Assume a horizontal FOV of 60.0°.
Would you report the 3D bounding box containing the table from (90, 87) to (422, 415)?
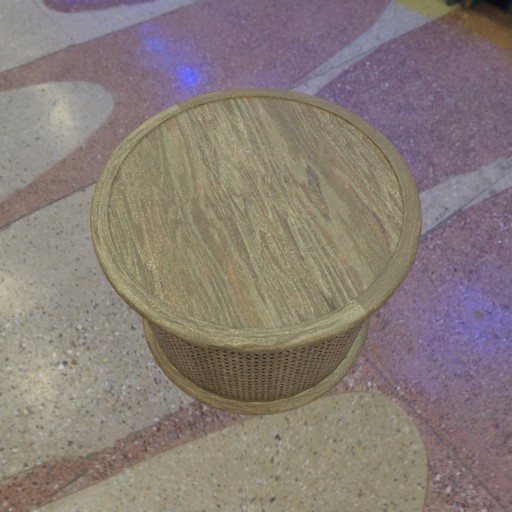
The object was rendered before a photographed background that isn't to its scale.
[{"bbox_3d":[0.000,0.000,1.008,0.607,0.450,0.607,0,58,0],"label":"table"}]
